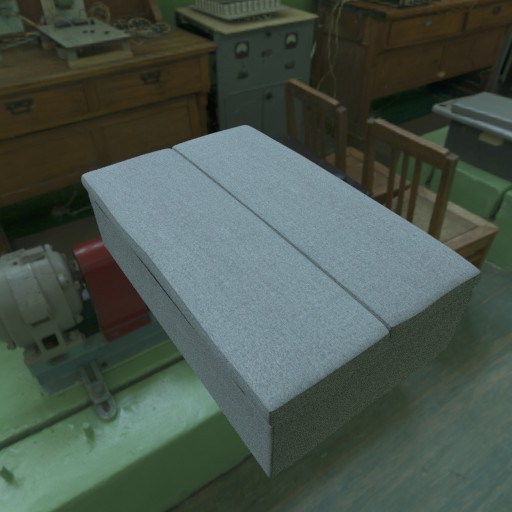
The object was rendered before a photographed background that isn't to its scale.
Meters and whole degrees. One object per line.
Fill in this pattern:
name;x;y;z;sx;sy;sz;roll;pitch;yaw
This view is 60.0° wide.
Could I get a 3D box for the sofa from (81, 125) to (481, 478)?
sofa;0.000;0.000;1.627;0.817;0.434;1.250;-25;46;-26
